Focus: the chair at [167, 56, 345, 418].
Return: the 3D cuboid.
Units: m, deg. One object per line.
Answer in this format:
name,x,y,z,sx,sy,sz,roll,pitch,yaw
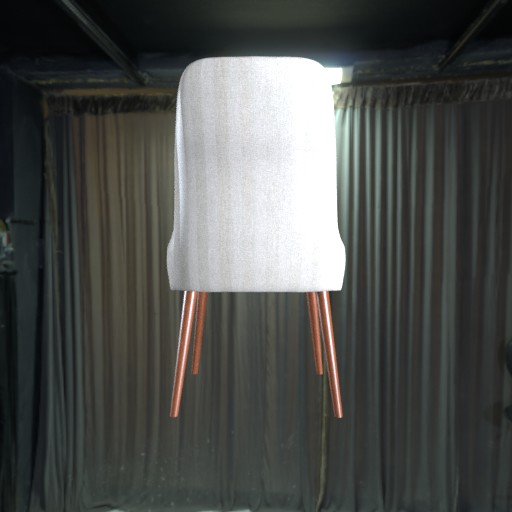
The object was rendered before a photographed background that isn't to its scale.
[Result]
chair,0.000,0.000,1.332,0.526,0.917,0.684,0,2,1
